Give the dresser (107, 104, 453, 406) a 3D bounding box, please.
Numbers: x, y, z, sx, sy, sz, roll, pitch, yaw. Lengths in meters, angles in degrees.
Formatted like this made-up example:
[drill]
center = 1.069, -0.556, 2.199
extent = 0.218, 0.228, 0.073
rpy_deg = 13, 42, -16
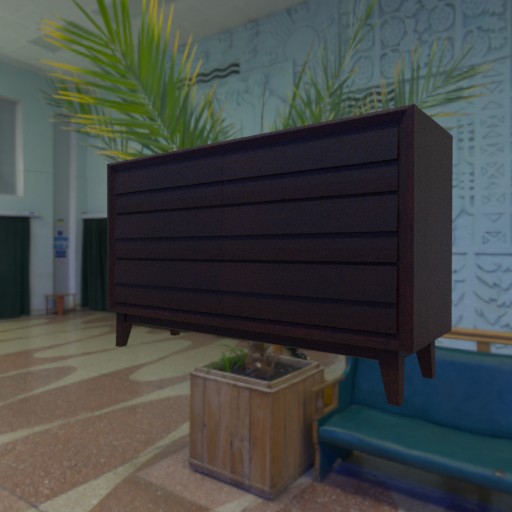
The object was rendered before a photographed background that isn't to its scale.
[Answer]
[dresser]
center = 0.000, 0.000, 2.073
extent = 1.609, 0.971, 0.499
rpy_deg = 1, 1, 37
